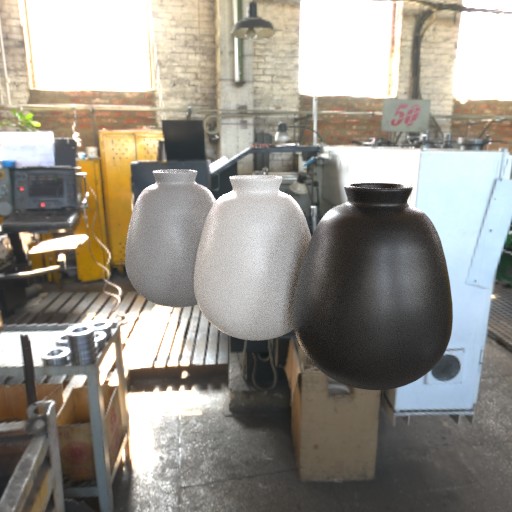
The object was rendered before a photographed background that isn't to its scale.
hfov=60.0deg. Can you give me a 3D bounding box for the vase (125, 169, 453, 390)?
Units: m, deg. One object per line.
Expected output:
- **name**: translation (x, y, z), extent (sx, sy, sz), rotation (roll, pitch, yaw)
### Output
- **vase**: translation (0.000, 0.000, 0.345), extent (0.297, 0.122, 0.097), rotation (13, 20, 42)
